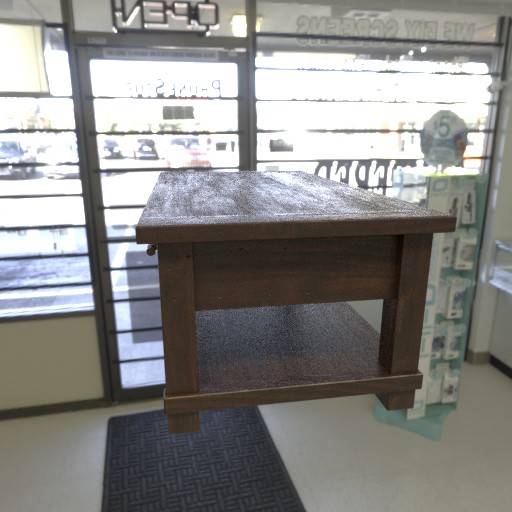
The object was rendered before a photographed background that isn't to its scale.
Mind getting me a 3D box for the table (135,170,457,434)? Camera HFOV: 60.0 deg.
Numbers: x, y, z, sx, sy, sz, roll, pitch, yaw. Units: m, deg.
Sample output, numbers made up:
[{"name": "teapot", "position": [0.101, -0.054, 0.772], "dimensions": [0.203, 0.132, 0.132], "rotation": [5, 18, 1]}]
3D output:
[{"name": "table", "position": [0.000, 0.000, 1.573], "dimensions": [0.700, 0.494, 1.270], "rotation": [-3, 16, -9]}]
